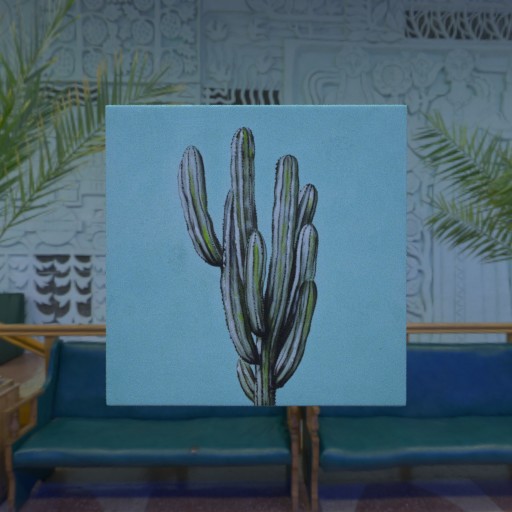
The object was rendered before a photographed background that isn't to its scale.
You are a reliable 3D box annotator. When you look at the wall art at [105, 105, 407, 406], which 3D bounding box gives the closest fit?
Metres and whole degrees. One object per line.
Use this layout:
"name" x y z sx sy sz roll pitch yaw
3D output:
"wall art" 0.000 0.000 1.152 0.765 0.766 0.054 0 0 0
